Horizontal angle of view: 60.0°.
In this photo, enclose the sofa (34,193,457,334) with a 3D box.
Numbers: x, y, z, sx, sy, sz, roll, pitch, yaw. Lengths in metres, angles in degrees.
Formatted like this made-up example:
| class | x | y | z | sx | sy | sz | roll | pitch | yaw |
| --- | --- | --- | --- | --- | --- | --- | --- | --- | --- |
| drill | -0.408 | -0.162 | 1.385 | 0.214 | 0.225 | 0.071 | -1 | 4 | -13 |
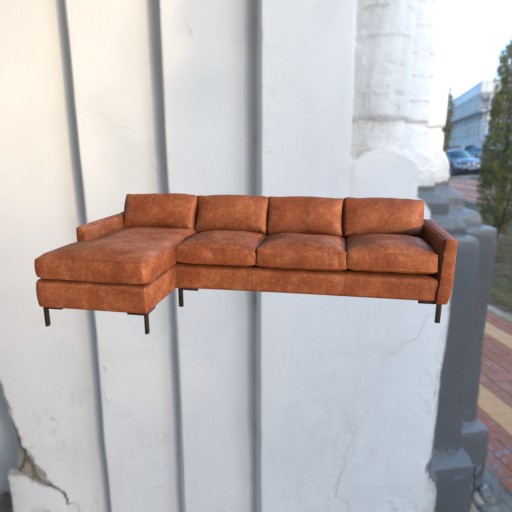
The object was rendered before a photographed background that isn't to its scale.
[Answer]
| class | x | y | z | sx | sy | sz | roll | pitch | yaw |
| --- | --- | --- | --- | --- | --- | --- | --- | --- | --- |
| sofa | 0.000 | 0.000 | 3.587 | 2.993 | 0.859 | 1.471 | 2 | 14 | 10 |
